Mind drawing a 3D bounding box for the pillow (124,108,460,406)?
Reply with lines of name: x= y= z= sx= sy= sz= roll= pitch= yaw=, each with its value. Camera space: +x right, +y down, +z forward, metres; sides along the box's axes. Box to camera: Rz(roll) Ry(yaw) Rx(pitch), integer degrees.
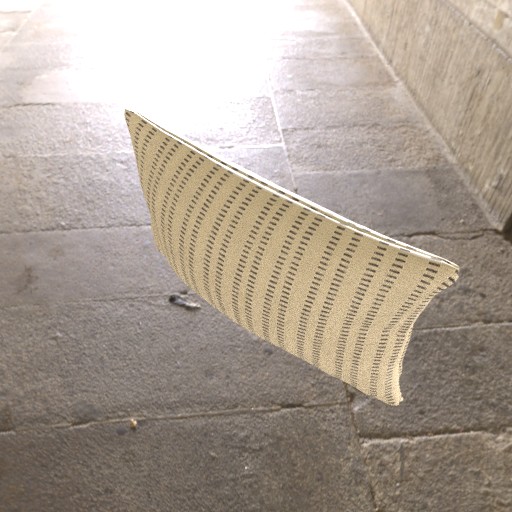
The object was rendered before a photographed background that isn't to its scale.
pillow: x=0.000 y=0.000 z=0.791 sx=0.640 sy=0.353 sz=0.210 roll=31 pitch=53 yaw=26
